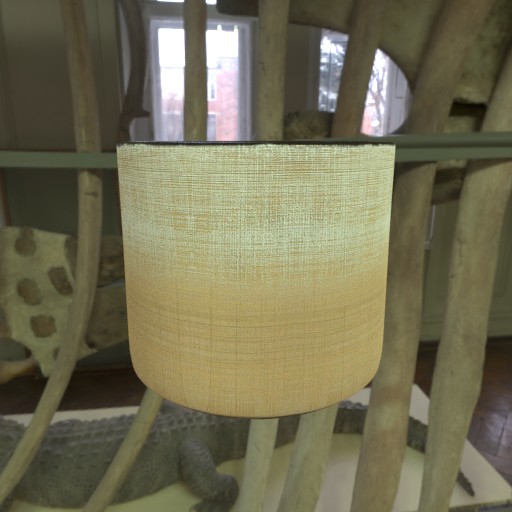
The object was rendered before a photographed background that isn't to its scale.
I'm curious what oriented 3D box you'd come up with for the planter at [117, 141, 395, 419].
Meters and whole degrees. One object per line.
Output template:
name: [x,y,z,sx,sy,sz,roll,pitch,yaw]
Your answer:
planter: [0.000,0.000,0.441,0.254,0.221,0.254,0,15,0]
